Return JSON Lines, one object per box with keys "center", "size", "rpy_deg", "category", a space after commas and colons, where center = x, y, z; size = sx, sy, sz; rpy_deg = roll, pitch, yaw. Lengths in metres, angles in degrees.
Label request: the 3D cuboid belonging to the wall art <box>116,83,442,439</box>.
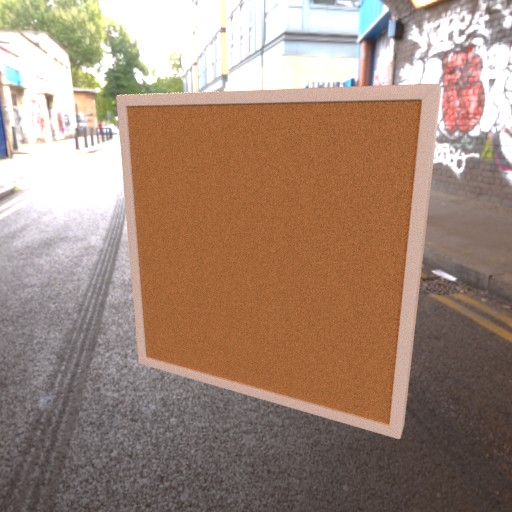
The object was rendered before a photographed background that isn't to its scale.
{"center": [0.000, 0.000, 0.726], "size": [0.508, 0.508, 0.038], "rpy_deg": [8, 18, 25], "category": "wall art"}
